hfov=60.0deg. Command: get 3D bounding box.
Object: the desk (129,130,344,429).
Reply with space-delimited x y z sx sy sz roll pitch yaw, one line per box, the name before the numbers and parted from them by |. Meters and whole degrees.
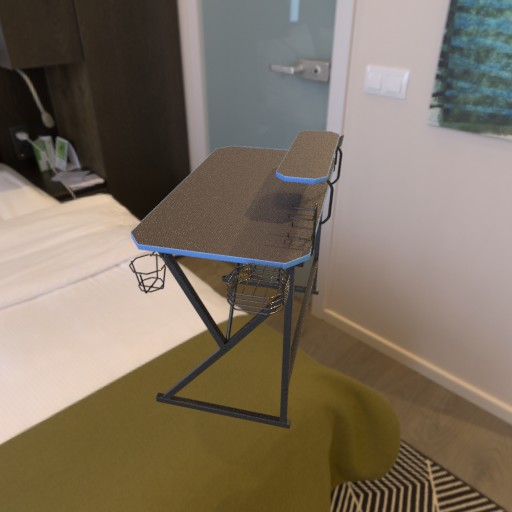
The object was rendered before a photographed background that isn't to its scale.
desk | 0.000 0.000 1.814 0.594 0.909 1.295 7 32 12
